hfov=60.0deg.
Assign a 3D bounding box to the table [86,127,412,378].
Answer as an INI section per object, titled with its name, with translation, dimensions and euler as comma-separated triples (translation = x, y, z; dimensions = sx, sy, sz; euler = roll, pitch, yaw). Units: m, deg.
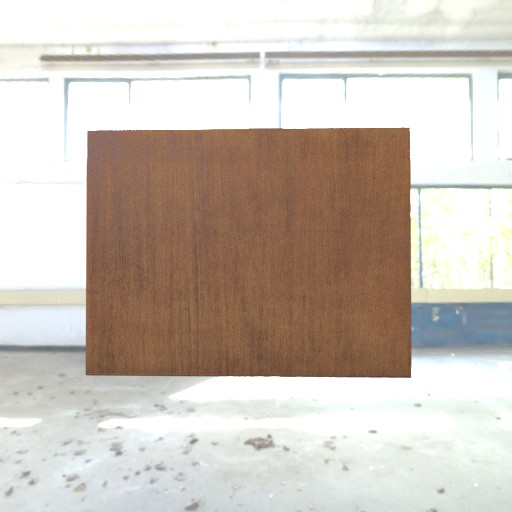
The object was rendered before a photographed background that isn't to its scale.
[table]
translation = 0.000, 0.000, 1.246
dimensions = 0.549, 0.419, 1.000
euler = 0, -1, 2
